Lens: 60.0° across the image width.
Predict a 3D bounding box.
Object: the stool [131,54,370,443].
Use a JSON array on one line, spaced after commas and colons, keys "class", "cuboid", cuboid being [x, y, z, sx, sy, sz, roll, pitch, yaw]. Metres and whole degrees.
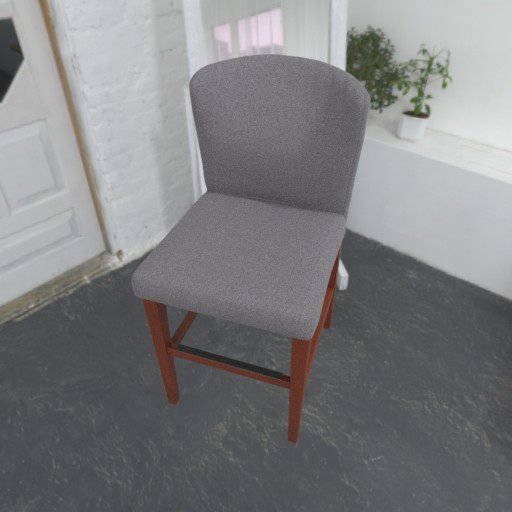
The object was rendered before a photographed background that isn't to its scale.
[{"class": "stool", "cuboid": [0.000, 0.000, 1.290, 0.481, 0.968, 0.568, 12, 41, 15]}]
